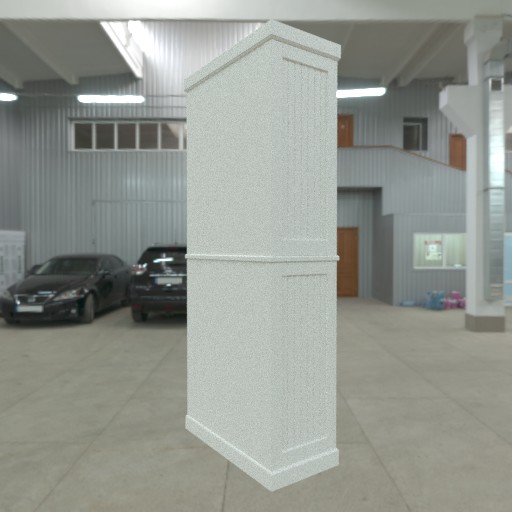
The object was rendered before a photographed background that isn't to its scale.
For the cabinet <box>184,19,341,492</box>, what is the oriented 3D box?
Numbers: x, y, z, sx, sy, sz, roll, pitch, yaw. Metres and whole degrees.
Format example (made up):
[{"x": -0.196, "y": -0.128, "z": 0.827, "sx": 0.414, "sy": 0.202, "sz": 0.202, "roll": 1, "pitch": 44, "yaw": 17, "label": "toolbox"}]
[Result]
[{"x": 0.000, "y": 0.000, "z": 2.132, "sx": 0.390, "sy": 1.829, "sz": 0.754, "roll": -1, "pitch": 1, "yaw": -35, "label": "cabinet"}]
